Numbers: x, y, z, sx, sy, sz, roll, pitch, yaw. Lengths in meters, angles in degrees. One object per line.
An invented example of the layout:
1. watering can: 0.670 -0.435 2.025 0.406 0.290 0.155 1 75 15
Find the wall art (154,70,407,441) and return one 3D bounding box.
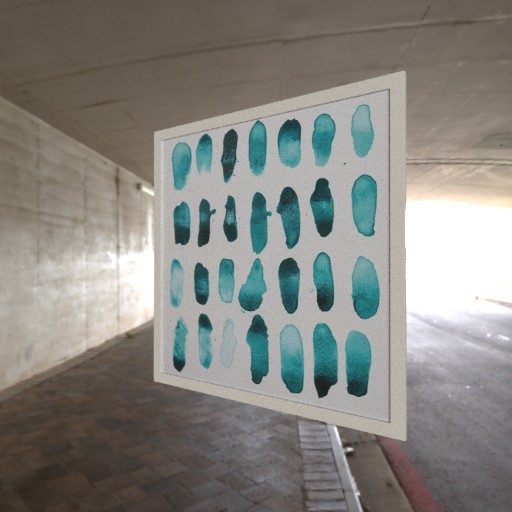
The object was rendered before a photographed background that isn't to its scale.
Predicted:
1. wall art: 0.000 0.000 1.214 0.812 0.813 0.013 0 0 36
